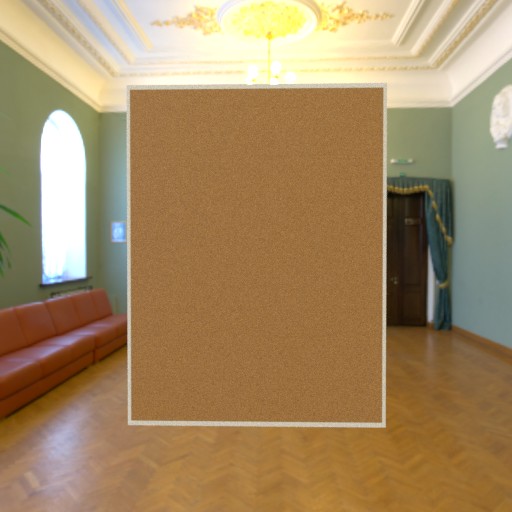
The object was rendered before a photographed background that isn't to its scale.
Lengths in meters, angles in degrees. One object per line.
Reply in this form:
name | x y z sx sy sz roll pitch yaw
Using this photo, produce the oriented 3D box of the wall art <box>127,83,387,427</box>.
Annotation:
wall art | 0.000 0.000 1.376 0.795 1.050 0.039 0 1 1
